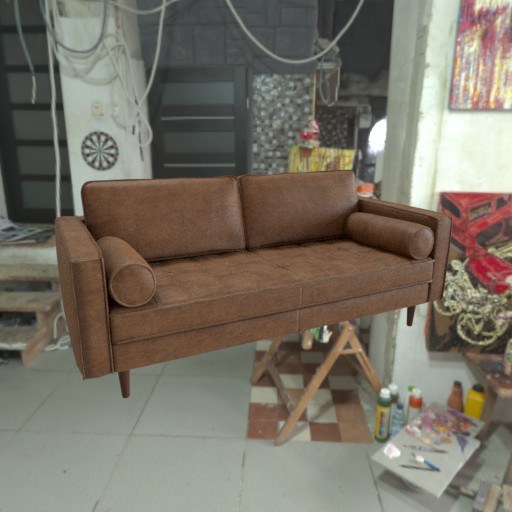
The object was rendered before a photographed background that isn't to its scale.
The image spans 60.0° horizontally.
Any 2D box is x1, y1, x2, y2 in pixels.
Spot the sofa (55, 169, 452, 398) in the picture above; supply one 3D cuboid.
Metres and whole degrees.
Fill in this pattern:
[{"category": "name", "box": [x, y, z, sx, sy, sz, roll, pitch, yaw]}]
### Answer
[{"category": "sofa", "box": [0.000, 0.000, 2.369, 1.920, 0.825, 0.924, -8, 17, -26]}]
